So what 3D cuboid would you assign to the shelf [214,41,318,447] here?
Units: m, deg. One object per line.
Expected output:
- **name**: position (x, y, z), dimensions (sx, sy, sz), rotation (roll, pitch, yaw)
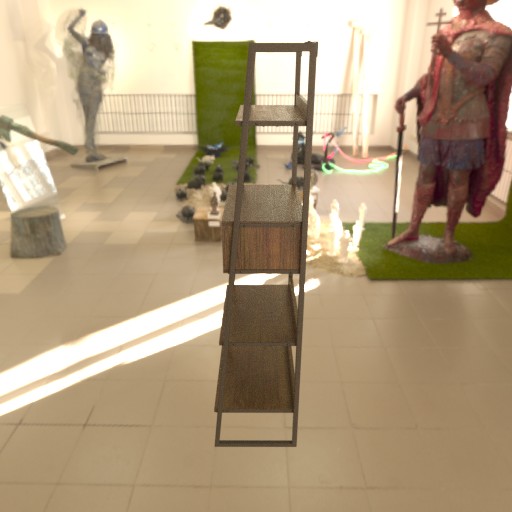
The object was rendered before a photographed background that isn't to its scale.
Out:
- **shelf**: position (0.000, 0.000, 2.313), dimensions (0.454, 2.005, 0.652), rotation (0, 24, 0)
